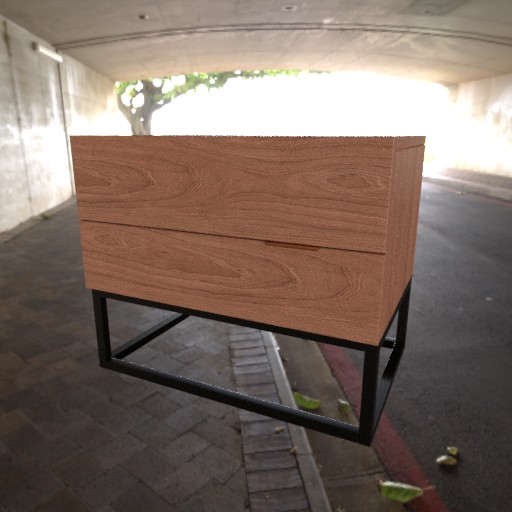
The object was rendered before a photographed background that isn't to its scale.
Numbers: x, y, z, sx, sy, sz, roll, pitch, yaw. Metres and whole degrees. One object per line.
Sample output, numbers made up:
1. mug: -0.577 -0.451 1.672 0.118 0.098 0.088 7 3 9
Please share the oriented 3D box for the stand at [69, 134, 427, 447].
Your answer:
1. stand: 0.000 0.000 0.952 0.600 0.500 0.420 7 17 25
